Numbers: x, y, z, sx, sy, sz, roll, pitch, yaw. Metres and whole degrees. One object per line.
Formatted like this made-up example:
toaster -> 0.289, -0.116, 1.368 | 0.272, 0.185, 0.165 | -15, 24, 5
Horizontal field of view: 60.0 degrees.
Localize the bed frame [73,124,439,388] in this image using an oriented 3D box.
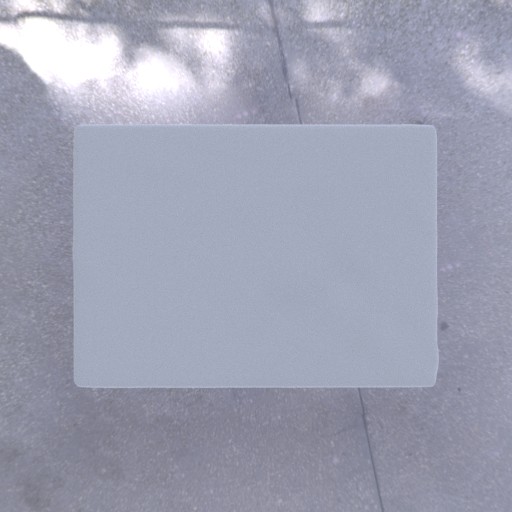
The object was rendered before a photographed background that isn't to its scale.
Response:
bed frame -> 0.000, 0.000, 2.557 | 1.905, 0.637, 1.372 | 0, 90, 0
